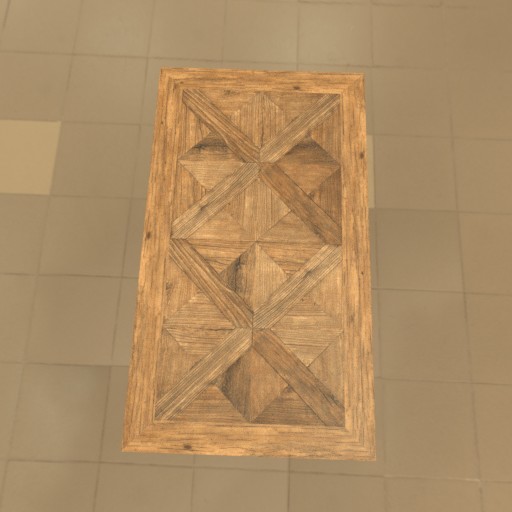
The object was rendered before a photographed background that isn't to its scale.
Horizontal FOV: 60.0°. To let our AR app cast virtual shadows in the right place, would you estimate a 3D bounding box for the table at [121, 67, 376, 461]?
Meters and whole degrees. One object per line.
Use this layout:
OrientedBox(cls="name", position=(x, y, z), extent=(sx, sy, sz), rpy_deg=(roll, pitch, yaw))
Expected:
OrientedBox(cls="table", position=(0.000, 0.000, 1.759), extent=(0.800, 0.410, 1.400), rpy_deg=(2, 76, 0))
